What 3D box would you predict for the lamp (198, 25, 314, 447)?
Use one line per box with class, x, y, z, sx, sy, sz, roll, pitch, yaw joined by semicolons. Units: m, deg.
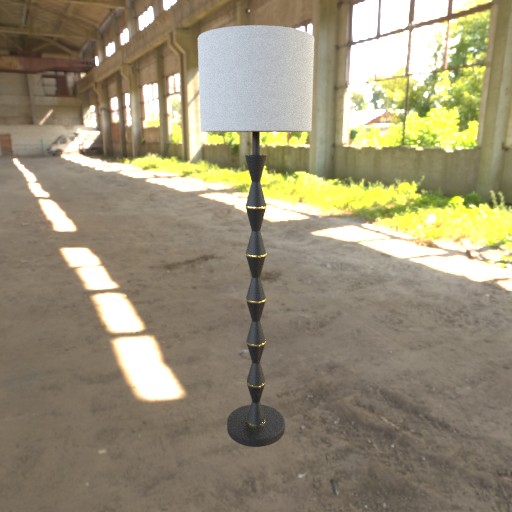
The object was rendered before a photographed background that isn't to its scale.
lamp;0.000;0.000;1.652;0.381;1.480;0.381;8;17;27
